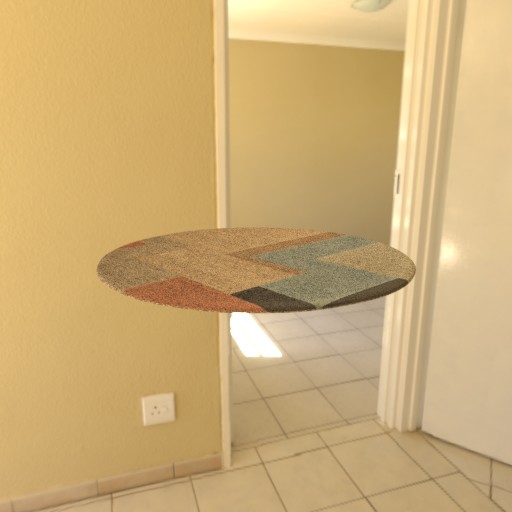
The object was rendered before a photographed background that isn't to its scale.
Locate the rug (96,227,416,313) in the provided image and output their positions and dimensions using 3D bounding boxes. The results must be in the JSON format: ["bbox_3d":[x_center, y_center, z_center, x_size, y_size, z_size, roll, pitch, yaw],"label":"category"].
[{"bbox_3d":[0.000,0.000,3.614,2.461,0.033,2.461,0,14,0],"label":"rug"}]
